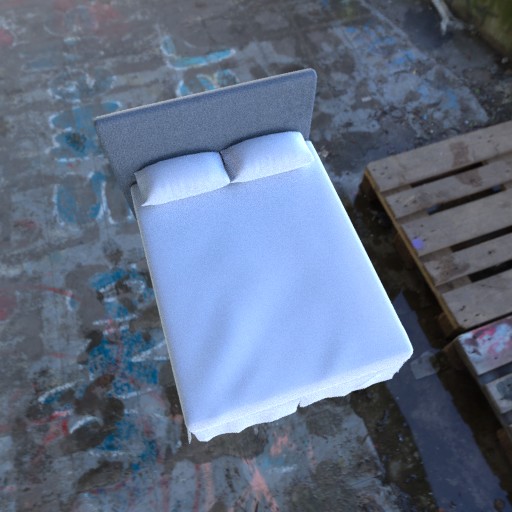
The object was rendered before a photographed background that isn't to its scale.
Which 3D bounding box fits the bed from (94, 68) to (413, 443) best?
[{"bbox_3d":[0.000,0.000,3.292,1.723,1.330,2.142,-16,64,-8],"label":"bed"}]
